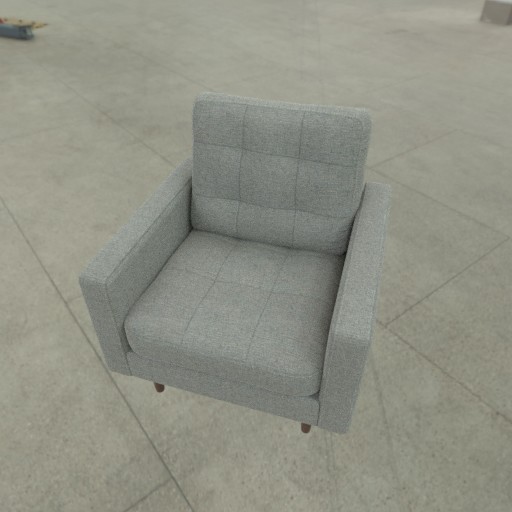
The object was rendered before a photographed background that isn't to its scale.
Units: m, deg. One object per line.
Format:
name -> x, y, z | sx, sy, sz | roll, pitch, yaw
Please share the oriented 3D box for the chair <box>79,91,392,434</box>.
chair -> 0.000, 0.000, 1.515 | 0.821, 0.880, 0.843 | 11, 41, 13
